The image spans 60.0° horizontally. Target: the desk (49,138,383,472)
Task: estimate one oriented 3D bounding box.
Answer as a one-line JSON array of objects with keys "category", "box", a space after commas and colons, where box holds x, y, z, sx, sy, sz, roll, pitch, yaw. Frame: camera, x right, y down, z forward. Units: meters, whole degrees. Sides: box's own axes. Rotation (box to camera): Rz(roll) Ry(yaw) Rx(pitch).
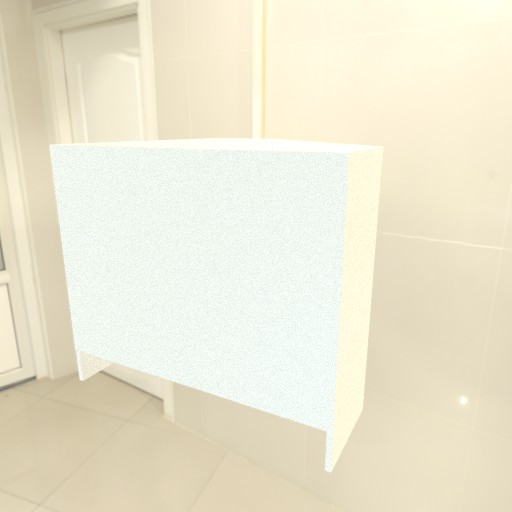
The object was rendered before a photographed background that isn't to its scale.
[{"category": "desk", "box": [0.000, 0.000, 1.649, 0.940, 0.818, 0.926, 9, 18, 27]}]
